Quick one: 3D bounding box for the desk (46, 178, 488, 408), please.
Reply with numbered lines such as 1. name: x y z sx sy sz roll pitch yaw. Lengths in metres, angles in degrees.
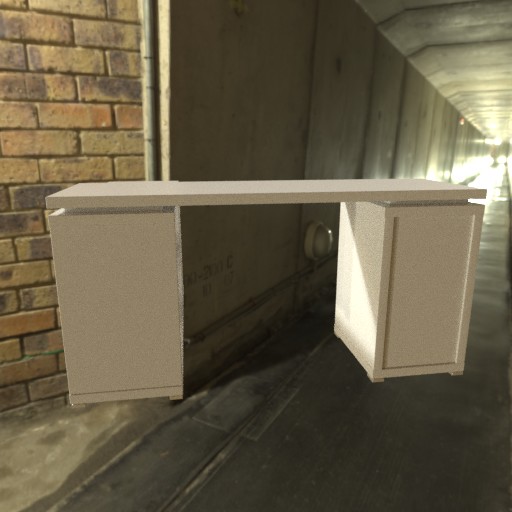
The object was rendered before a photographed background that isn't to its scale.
1. desk: 0.000 0.000 2.171 1.524 0.753 1.200 -2 15 -9
